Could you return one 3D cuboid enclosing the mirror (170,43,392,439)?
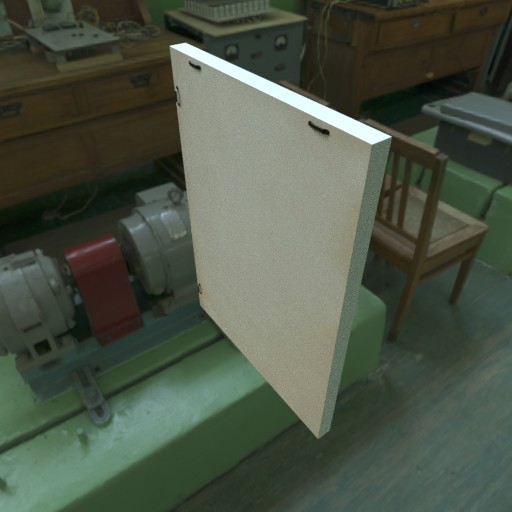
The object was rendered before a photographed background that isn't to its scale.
[{"bbox_3d":[0.000,0.000,0.919,0.040,0.710,0.507,-26,47,-27],"label":"mirror"}]
